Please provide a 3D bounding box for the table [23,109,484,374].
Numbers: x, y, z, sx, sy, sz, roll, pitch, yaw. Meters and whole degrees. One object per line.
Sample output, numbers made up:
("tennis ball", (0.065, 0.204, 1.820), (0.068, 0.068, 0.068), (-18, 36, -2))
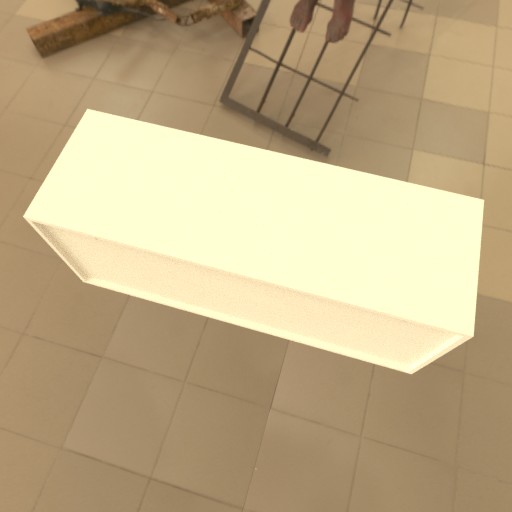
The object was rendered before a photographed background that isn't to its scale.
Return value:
("table", (0.000, 0.000, 1.867), (1.500, 0.769, 0.508), (15, 65, 7))
